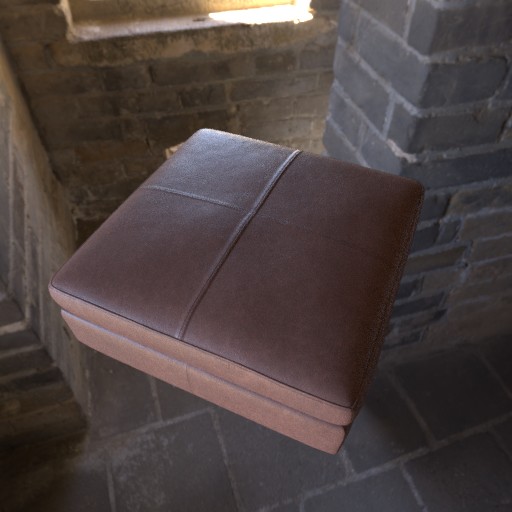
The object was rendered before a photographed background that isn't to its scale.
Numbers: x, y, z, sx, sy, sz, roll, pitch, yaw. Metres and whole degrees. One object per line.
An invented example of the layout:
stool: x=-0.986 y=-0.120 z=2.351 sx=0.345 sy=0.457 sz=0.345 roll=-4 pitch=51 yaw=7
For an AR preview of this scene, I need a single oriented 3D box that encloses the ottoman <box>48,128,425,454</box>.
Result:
ottoman: x=0.000 y=0.000 z=1.867 sx=1.168 sy=0.490 sz=1.168 roll=18 pitch=50 yaw=16
